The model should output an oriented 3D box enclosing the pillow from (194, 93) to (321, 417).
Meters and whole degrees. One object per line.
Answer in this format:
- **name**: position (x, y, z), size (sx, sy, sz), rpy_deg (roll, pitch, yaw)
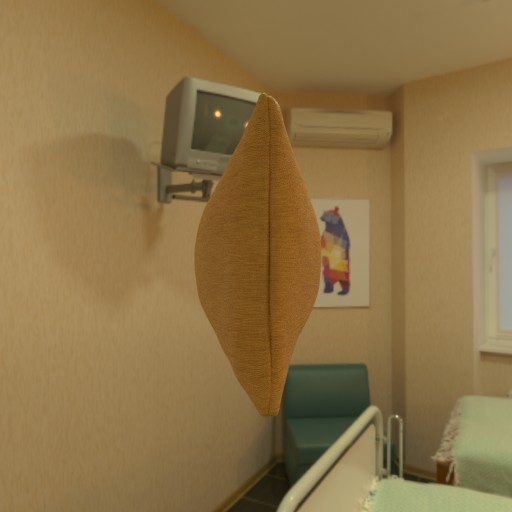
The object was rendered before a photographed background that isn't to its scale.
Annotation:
- **pillow**: position (0.000, 0.000, 0.783), size (0.210, 0.354, 0.634), rpy_deg (0, -1, -1)
